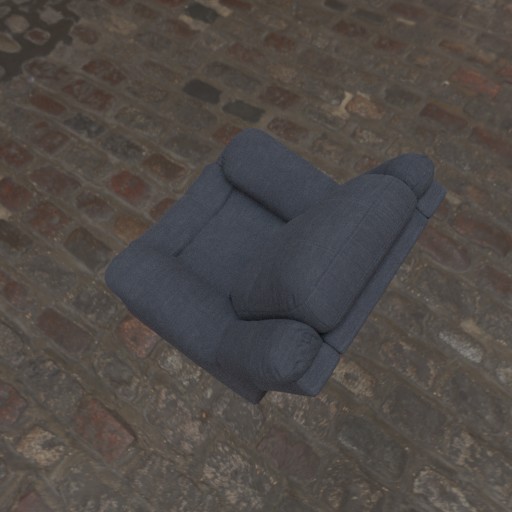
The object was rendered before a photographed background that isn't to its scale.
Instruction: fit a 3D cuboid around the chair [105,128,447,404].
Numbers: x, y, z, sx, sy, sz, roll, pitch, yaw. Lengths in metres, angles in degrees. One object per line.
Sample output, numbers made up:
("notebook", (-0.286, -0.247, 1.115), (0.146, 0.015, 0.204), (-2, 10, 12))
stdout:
("chair", (0.000, 0.000, 1.707), (0.944, 1.008, 0.899), (33, 66, 16))
